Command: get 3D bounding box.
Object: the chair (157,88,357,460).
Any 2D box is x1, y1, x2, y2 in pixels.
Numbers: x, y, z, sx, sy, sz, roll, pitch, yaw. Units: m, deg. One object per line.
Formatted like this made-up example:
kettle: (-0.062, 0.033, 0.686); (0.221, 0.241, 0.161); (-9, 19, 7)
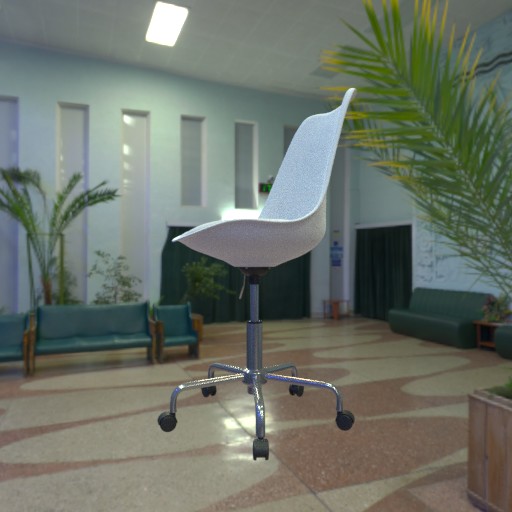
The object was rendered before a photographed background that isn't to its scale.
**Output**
chair: (0.000, 0.000, 1.269); (0.550, 0.930, 0.550); (0, 0, -19)
